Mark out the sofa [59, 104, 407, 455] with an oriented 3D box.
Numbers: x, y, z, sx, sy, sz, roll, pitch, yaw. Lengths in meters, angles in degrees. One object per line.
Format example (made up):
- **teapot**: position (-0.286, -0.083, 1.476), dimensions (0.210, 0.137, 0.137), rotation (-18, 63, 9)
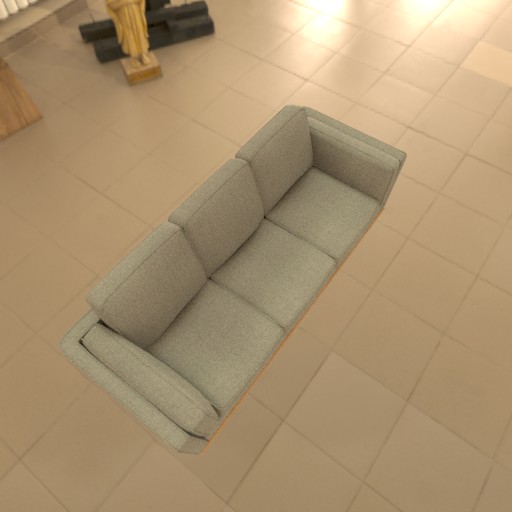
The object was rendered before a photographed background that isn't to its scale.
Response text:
- **sofa**: position (0.000, 0.000, 2.856), dimensions (0.903, 0.899, 2.362), rotation (32, 63, 18)
